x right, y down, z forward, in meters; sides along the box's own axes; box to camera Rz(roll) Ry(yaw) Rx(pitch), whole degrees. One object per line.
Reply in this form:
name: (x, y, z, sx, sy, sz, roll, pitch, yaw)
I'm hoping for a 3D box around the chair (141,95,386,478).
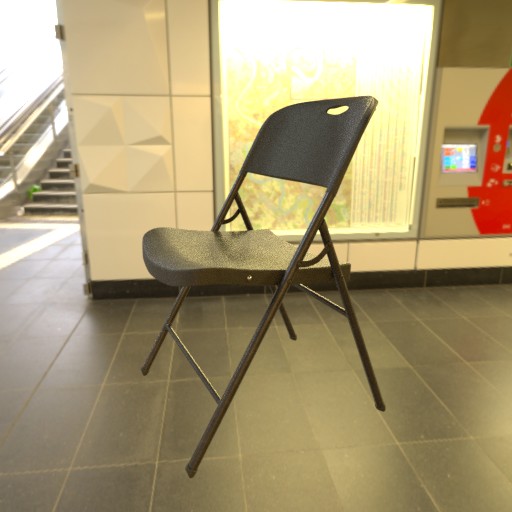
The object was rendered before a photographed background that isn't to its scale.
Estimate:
chair: (0.000, 0.000, 1.177, 0.566, 0.810, 0.494, -8, 18, -25)
